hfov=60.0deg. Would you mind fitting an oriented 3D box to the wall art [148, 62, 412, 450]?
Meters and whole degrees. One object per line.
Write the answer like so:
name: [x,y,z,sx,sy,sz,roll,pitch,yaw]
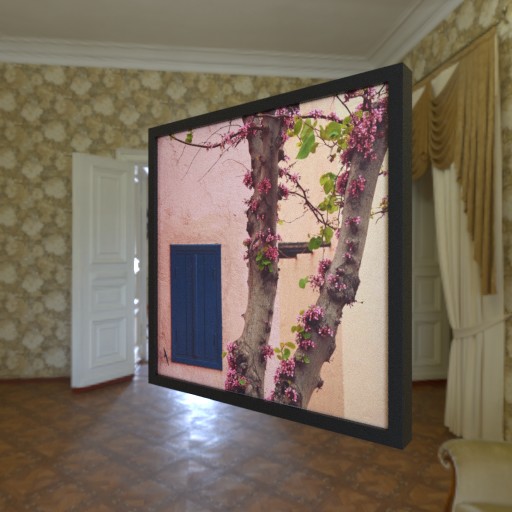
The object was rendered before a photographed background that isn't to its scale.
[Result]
wall art: [0.000,0.000,0.747,0.508,0.508,0.038,0,0,37]
